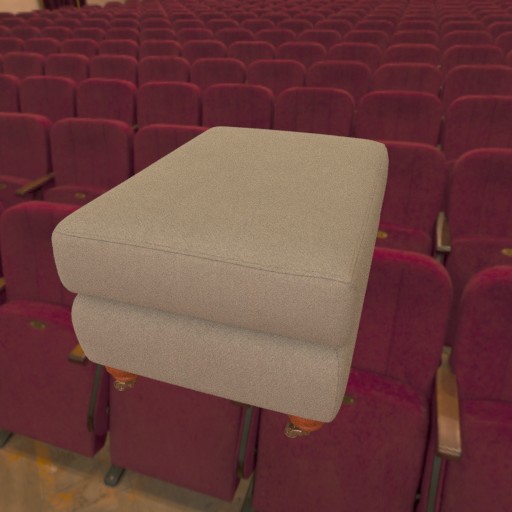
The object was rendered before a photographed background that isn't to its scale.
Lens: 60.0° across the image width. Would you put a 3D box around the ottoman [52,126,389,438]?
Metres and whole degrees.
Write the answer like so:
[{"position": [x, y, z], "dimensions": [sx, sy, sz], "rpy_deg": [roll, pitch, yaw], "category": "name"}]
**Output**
[{"position": [0.000, 0.000, 1.123], "dimensions": [0.569, 0.499, 0.773], "rpy_deg": [9, 32, 16], "category": "ottoman"}]
